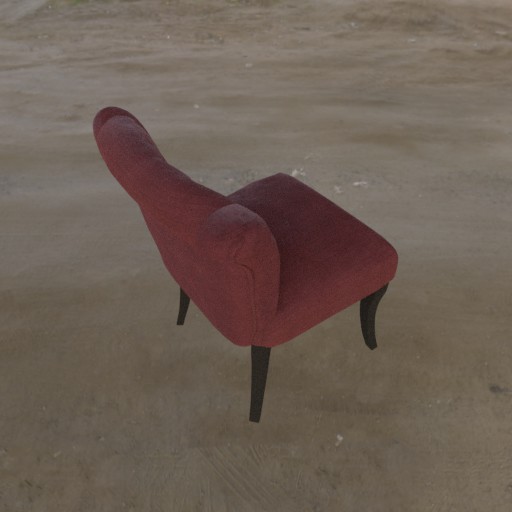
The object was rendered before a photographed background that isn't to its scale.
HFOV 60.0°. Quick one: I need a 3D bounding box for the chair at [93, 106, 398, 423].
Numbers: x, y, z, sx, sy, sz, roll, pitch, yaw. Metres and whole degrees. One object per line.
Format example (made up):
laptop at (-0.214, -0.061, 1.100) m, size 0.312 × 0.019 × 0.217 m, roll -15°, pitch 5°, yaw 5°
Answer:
chair at (0.000, 0.000, 1.180) m, size 0.605 × 0.750 × 0.582 m, roll -26°, pitch 48°, yaw -26°
